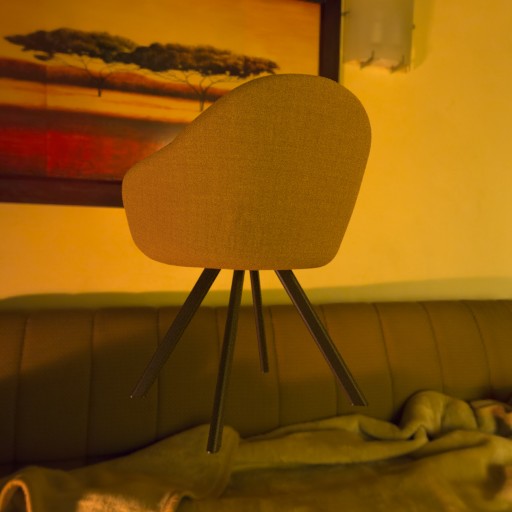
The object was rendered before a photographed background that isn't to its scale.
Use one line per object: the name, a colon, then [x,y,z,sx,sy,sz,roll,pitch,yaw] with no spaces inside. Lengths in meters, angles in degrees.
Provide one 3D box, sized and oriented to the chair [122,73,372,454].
chair: [0.000,0.000,1.180,0.590,0.795,0.550,0,1,-36]
